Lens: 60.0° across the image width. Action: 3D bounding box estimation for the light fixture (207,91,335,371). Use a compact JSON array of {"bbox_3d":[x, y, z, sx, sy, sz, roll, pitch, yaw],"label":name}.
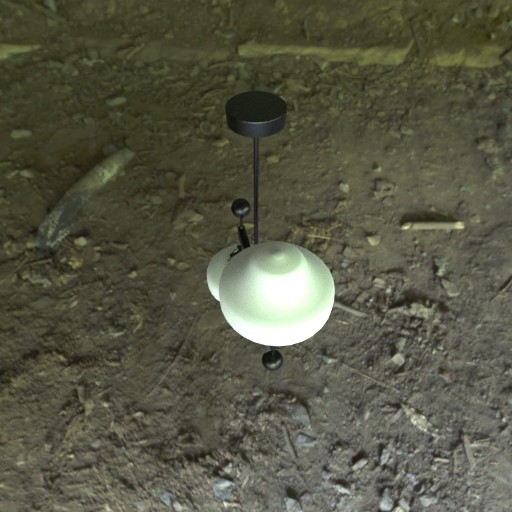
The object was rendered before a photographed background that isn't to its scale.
[{"bbox_3d":[0.000,0.000,1.011,0.489,0.743,0.422,32,55,26],"label":"light fixture"}]
